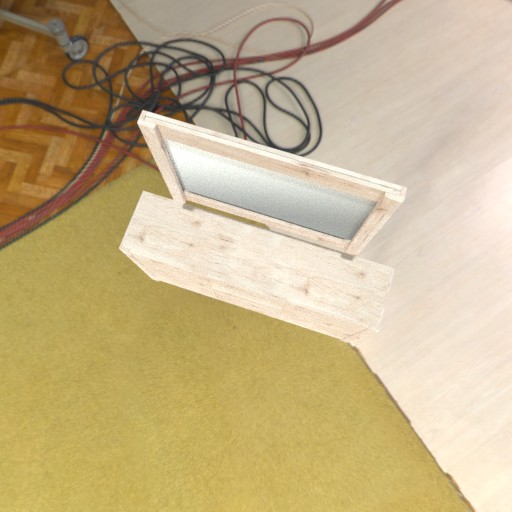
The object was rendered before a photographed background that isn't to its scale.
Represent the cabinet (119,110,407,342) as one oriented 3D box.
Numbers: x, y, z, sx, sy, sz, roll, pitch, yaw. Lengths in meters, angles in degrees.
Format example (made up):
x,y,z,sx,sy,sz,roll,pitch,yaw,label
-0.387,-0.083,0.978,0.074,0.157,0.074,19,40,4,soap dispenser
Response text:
x,y,z,sx,sy,sz,roll,pitch,yaw,label
0.000,0.000,2.739,1.700,1.981,0.420,17,76,5,cabinet
